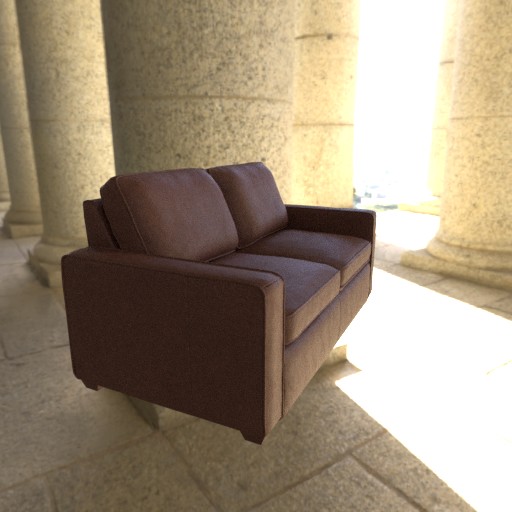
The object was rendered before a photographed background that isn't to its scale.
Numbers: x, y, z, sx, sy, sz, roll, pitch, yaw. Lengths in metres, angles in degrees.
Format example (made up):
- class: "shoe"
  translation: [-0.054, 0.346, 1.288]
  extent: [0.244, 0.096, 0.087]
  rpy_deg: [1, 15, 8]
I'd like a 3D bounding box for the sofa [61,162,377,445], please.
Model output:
- class: "sofa"
  translation: [0.000, 0.000, 2.337]
  extent: [0.947, 0.918, 1.709]
  rpy_deg: [7, 16, 25]
